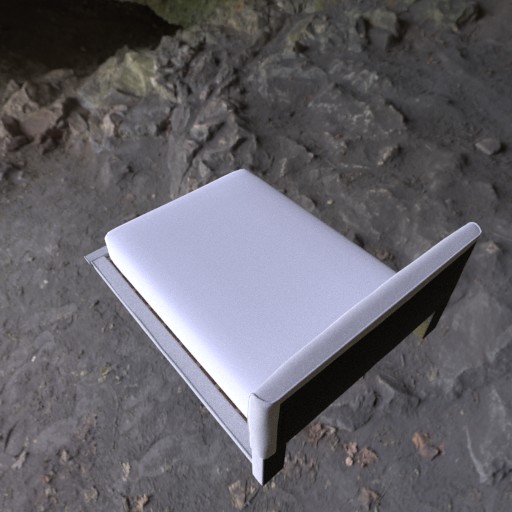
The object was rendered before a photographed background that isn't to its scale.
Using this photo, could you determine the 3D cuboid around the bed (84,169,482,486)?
[{"bbox_3d":[0.000,0.000,3.328,1.840,1.067,2.368,-31,53,-27],"label":"bed"}]
